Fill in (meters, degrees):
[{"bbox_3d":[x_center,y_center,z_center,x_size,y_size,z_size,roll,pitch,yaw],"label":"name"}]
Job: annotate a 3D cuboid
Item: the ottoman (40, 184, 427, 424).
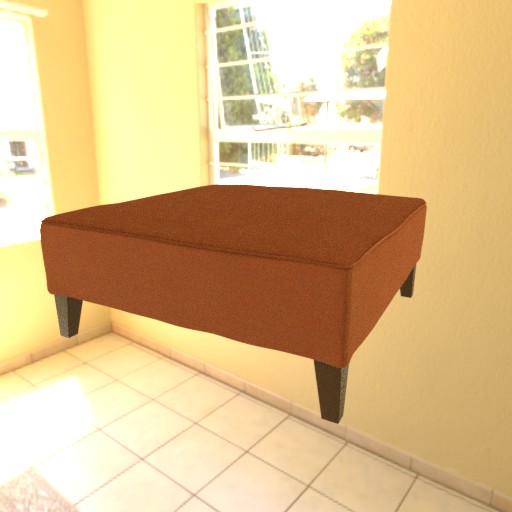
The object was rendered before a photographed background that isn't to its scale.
[{"bbox_3d":[0.000,0.000,1.579,0.997,0.438,0.999,9,18,28],"label":"ottoman"}]
